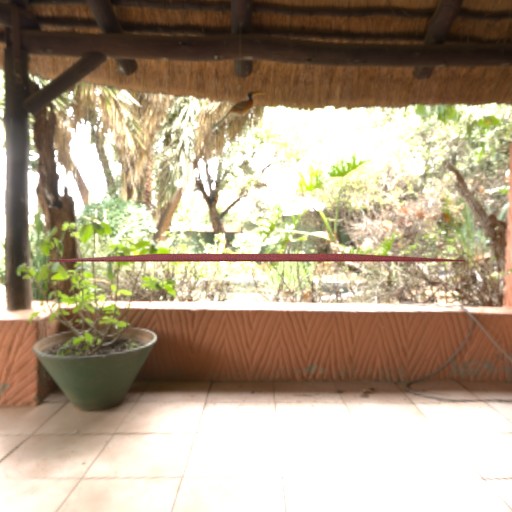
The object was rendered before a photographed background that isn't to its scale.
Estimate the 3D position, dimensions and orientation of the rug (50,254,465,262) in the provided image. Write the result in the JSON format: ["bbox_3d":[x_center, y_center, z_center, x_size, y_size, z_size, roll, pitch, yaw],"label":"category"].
[{"bbox_3d":[0.000,0.000,3.910,2.300,0.012,2.929,0,1,-1],"label":"rug"}]
